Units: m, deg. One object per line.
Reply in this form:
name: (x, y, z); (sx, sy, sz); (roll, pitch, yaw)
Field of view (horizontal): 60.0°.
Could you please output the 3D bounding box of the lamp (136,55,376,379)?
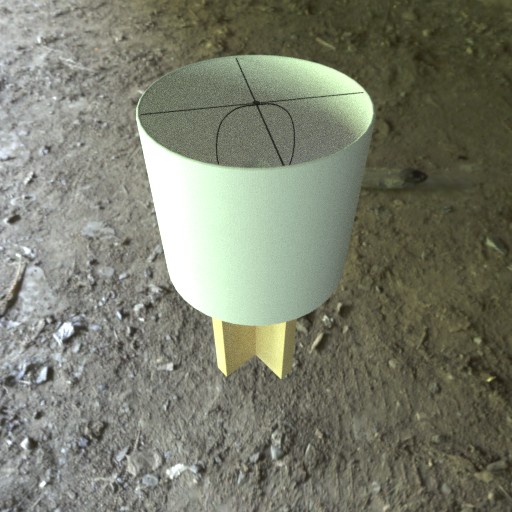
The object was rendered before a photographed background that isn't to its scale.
lamp: (0.000, 0.000, 0.581); (0.229, 0.428, 0.229); (-33, 54, -28)
